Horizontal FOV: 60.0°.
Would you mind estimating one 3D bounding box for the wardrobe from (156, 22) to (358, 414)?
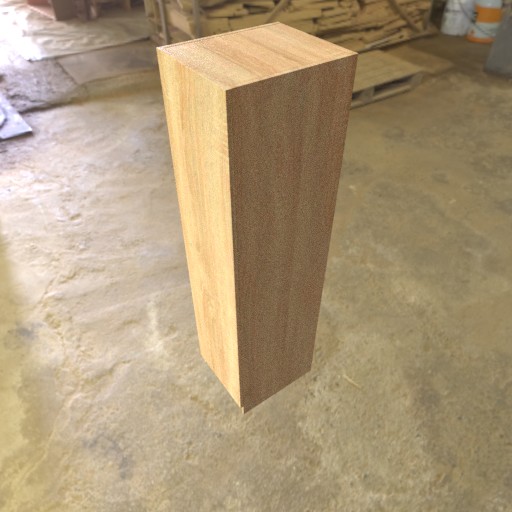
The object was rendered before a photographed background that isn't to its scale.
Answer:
[{"bbox_3d":[0.000,0.000,2.394,0.588,2.117,0.496,-26,49,-25],"label":"wardrobe"}]
